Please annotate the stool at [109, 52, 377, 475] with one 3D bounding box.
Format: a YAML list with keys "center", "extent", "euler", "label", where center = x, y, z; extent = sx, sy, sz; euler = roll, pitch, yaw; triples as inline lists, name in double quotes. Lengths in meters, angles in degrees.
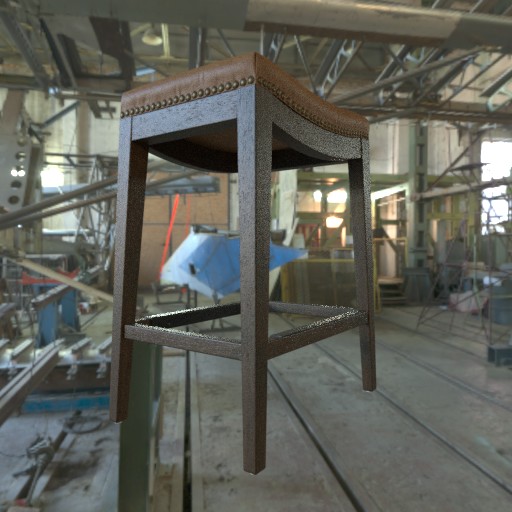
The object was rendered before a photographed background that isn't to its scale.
- center: [0.000, 0.000, 0.970]
  extent: [0.361, 0.660, 0.500]
  euler: [1, 2, 36]
  label: "stool"
